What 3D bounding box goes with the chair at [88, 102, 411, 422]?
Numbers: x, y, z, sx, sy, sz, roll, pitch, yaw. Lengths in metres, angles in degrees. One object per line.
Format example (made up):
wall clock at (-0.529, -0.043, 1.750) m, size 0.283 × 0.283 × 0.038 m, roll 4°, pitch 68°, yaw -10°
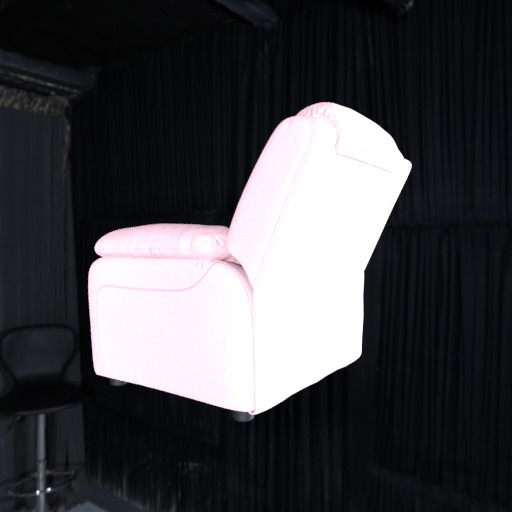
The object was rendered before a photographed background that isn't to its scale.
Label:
chair at (0.000, 0.000, 1.259) m, size 0.709 × 0.702 × 0.680 m, roll 2°, pitch 3°, yaw 36°
